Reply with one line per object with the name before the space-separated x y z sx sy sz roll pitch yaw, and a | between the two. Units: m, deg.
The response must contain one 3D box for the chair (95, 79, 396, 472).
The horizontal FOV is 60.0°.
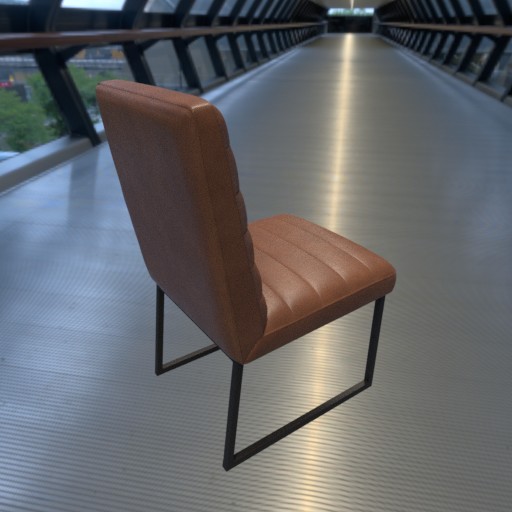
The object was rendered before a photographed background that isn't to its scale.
chair | 0.000 0.000 1.253 0.634 0.930 0.520 -17 31 -31
